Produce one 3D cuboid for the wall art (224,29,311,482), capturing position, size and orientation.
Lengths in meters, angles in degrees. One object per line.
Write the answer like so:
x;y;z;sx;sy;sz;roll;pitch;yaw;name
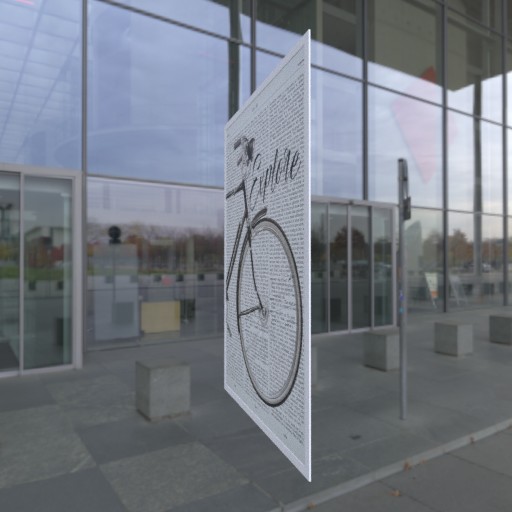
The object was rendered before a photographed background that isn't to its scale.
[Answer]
0.000;0.000;0.814;0.003;0.610;0.457;0;-1;-19;wall art
